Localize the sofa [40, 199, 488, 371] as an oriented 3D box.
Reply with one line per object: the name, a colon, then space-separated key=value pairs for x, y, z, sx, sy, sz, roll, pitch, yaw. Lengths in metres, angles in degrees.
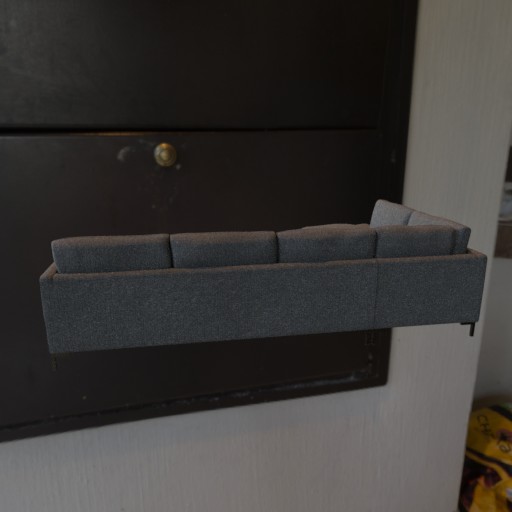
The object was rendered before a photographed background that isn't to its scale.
sofa: x=0.000 y=0.000 z=3.792 sx=2.949 sy=0.815 sz=2.007 roll=-3 pitch=15 yaw=-9
